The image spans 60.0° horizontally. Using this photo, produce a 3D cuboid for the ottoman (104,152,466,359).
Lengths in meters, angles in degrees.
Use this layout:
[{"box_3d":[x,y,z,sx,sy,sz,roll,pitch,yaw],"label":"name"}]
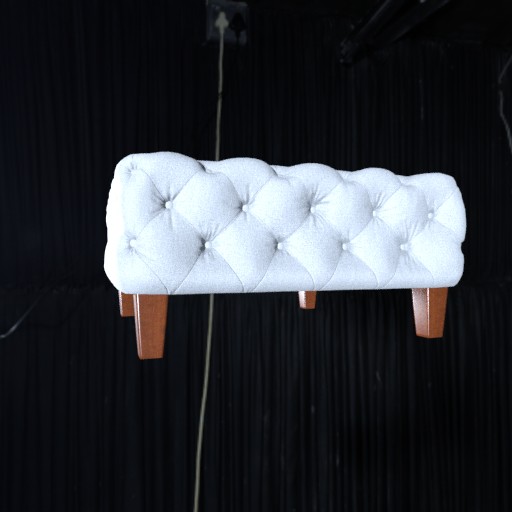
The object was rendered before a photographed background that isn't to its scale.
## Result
[{"box_3d":[0.000,0.000,1.186,0.764,0.365,0.758,0,0,-20],"label":"ottoman"}]
